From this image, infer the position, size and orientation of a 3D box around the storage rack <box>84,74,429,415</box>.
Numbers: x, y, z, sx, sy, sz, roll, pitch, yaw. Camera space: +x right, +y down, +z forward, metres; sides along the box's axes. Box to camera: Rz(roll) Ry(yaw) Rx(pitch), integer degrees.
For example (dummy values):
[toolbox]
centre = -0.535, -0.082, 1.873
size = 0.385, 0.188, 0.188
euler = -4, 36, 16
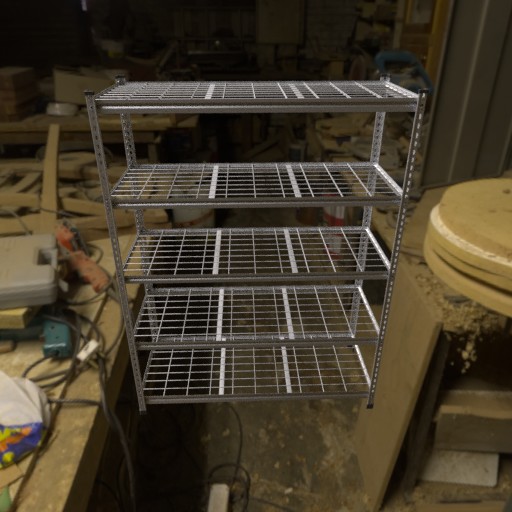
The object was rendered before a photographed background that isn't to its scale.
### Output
[storage rack]
centre = 0.000, 0.000, 2.684
size = 1.524, 1.981, 0.610
euler = -1, 28, -2
